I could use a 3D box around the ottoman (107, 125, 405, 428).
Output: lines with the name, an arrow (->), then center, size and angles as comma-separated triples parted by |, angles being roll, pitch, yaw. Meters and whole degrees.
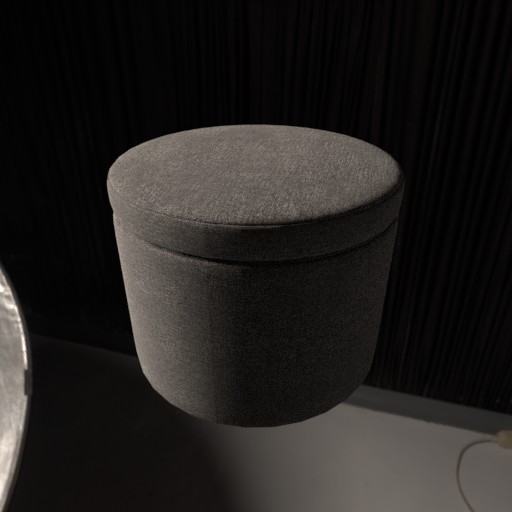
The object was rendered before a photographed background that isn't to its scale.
ottoman -> 0.000, 0.000, 0.862 | 0.500, 0.419, 0.500 | 0, 30, 0
